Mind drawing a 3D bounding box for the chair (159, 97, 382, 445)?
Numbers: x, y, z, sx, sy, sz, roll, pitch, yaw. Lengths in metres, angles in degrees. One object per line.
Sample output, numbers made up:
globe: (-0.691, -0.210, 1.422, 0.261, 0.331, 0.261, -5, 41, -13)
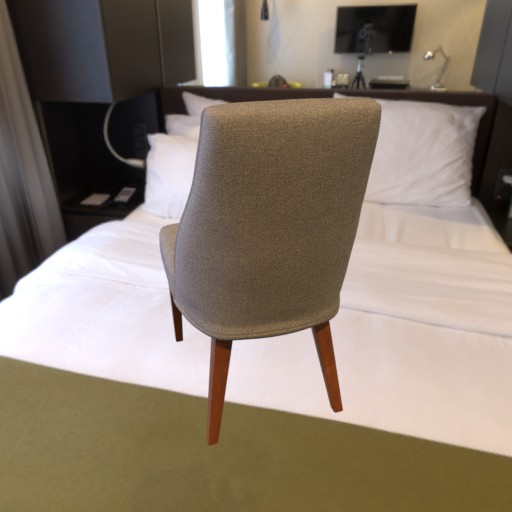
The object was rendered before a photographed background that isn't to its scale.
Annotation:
chair: (0.000, 0.000, 1.291, 0.500, 0.930, 0.620, -8, 28, -16)
